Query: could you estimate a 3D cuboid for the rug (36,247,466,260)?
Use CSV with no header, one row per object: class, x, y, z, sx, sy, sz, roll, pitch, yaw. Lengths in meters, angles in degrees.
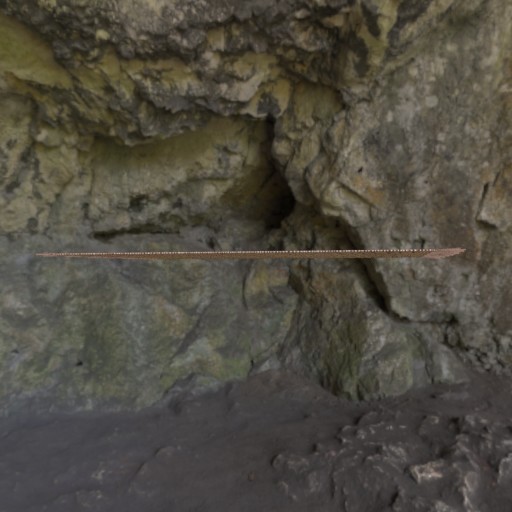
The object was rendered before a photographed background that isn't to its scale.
rug,0.000,0.000,2.580,2.085,0.027,1.224,0,-2,18
